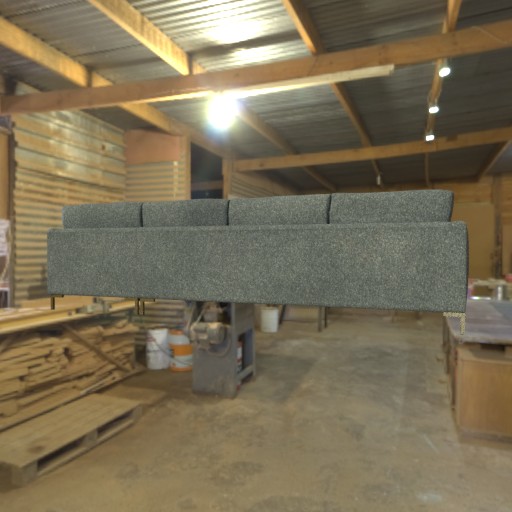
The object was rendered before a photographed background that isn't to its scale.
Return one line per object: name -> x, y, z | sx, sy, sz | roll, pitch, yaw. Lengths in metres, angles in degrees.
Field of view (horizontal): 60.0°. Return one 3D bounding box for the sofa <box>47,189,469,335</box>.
sofa -> 0.000, 0.000, 3.479 | 2.932, 0.810, 1.350 | 0, 1, 20
